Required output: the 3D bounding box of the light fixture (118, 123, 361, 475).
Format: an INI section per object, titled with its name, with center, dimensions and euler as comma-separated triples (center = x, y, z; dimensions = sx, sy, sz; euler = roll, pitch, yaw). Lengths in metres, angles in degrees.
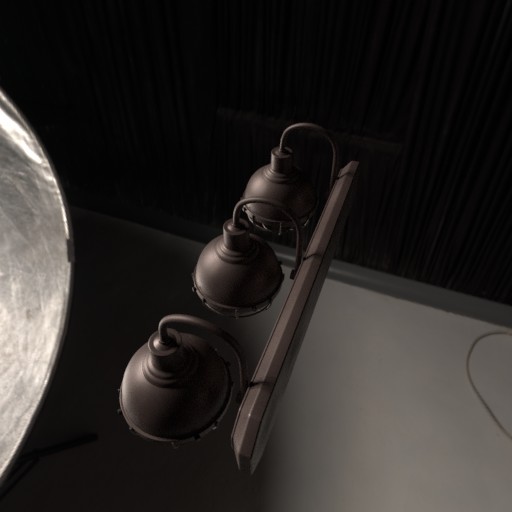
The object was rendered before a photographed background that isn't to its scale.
[light fixture]
center = 0.000, 0.000, 0.750
dimensions = 0.229, 0.254, 0.634
euler = 15, 47, 14
